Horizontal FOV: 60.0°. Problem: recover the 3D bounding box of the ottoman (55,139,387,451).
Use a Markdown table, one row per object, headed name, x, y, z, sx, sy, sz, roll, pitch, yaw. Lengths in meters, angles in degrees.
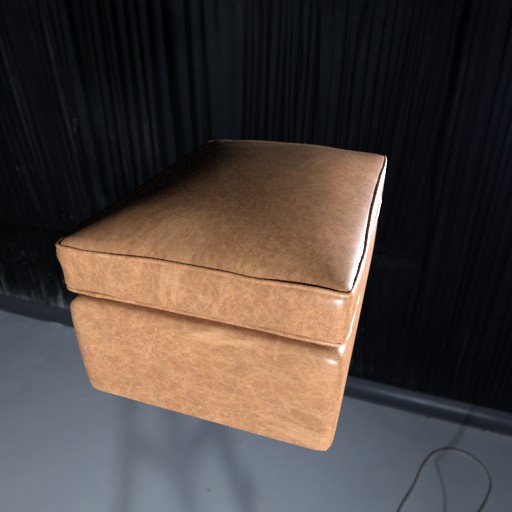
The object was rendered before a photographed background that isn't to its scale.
| name | x | y | z | sx | sy | sz | roll | pitch | yaw |
| --- | --- | --- | --- | --- | --- | --- | --- | --- | --- |
| ottoman | 0.000 | 0.000 | 1.117 | 0.554 | 0.468 | 0.756 | 9 | 31 | 16 |
